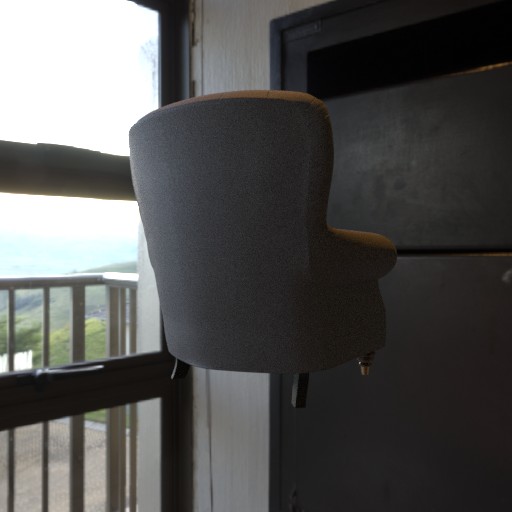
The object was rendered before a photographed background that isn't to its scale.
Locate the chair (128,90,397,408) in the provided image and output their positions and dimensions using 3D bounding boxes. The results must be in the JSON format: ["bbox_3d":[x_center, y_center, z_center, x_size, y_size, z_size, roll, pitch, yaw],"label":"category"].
[{"bbox_3d":[0.000,0.000,1.844,0.983,1.046,0.983,0,0,36],"label":"chair"}]
